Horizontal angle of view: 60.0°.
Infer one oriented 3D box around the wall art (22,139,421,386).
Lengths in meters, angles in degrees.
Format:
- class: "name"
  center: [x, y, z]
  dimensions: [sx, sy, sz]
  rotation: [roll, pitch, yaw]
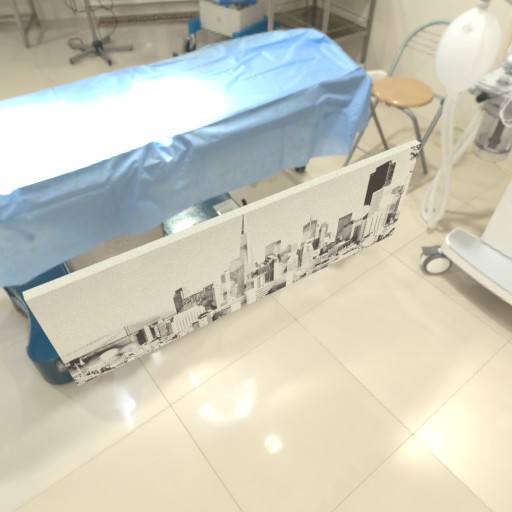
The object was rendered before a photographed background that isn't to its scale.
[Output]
- class: "wall art"
  center: [0.000, 0.000, 1.695]
  dimensions: [1.520, 0.507, 0.039]
  rotation: [-24, 51, -21]
